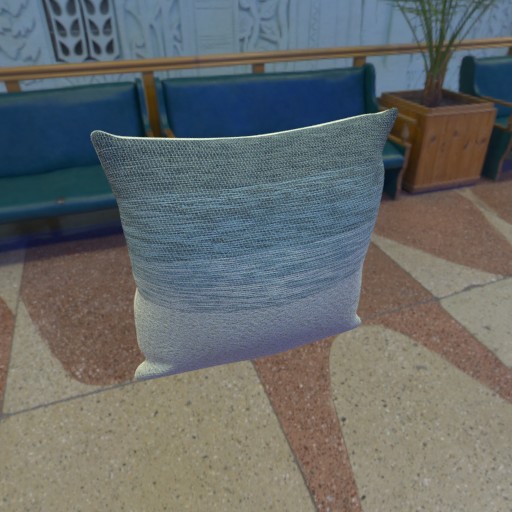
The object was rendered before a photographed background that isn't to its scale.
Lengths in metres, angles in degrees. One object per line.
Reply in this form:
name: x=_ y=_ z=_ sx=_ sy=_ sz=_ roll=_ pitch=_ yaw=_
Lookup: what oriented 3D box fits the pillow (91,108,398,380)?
pillow: x=0.000 y=0.000 z=0.705 sx=0.440 sy=0.441 sz=0.182 roll=-10 pitch=35 yaw=-15
